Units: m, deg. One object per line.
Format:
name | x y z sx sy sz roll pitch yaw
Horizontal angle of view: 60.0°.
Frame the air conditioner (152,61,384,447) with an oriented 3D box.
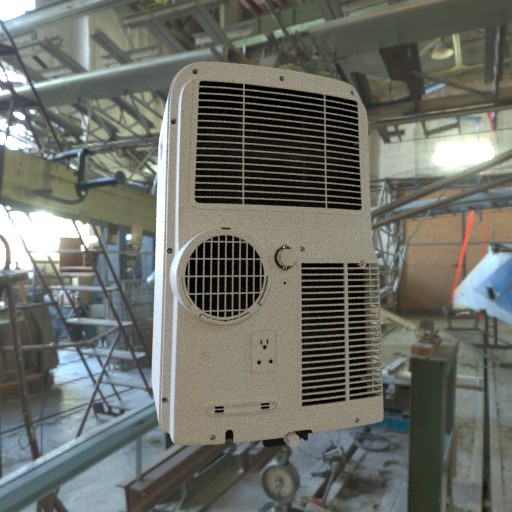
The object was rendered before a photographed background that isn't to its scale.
air conditioner | 0.000 0.000 1.060 0.478 0.765 0.467 0 -1 -18
